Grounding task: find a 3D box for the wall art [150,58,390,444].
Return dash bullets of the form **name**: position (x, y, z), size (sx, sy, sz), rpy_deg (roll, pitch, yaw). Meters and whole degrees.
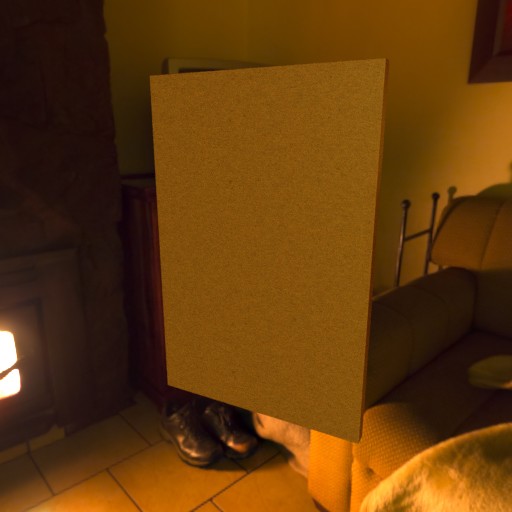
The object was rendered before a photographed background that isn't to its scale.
- **wall art**: position (0.000, 0.000, 1.166), size (0.610, 0.914, 0.037), rpy_deg (8, 17, 26)
